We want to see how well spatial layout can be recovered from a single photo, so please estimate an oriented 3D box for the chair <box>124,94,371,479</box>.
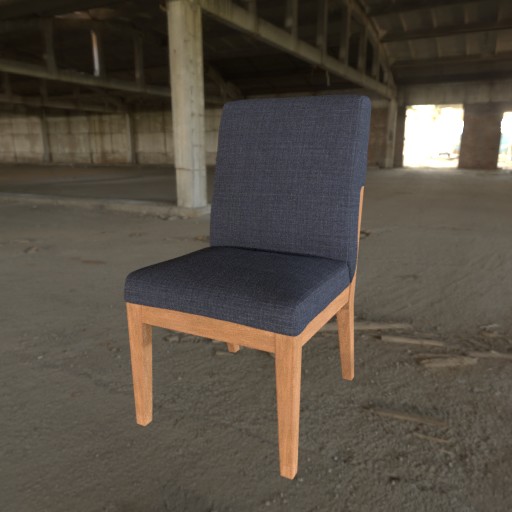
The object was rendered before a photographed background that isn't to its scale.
[{"bbox_3d":[0.000,0.000,1.276,0.507,0.911,0.586,7,16,26],"label":"chair"}]
